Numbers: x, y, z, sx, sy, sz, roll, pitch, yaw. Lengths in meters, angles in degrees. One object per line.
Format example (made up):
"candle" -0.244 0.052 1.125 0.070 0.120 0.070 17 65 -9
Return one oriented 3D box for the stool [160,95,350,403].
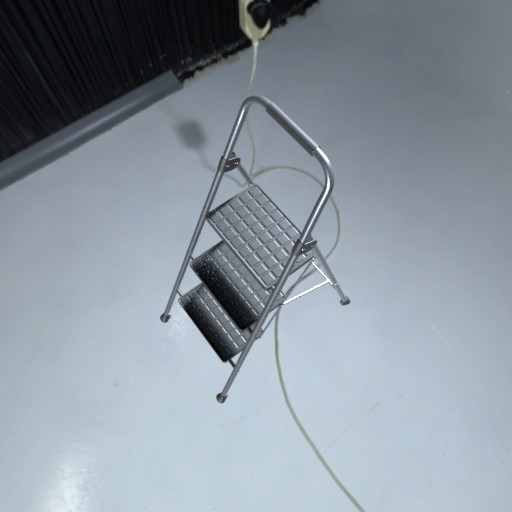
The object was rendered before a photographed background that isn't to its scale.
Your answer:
"stool" 0.000 0.000 1.486 0.733 1.121 0.473 -35 69 -15
